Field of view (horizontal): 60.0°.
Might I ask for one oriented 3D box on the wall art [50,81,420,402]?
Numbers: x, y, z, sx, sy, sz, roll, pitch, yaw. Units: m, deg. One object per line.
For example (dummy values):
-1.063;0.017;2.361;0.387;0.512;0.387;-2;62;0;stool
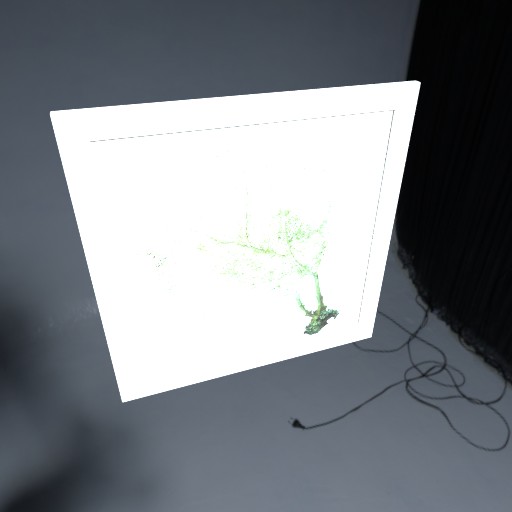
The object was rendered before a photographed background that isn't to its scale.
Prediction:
0.000;0.000;0.837;0.584;0.584;0.013;-11;35;-16;wall art
